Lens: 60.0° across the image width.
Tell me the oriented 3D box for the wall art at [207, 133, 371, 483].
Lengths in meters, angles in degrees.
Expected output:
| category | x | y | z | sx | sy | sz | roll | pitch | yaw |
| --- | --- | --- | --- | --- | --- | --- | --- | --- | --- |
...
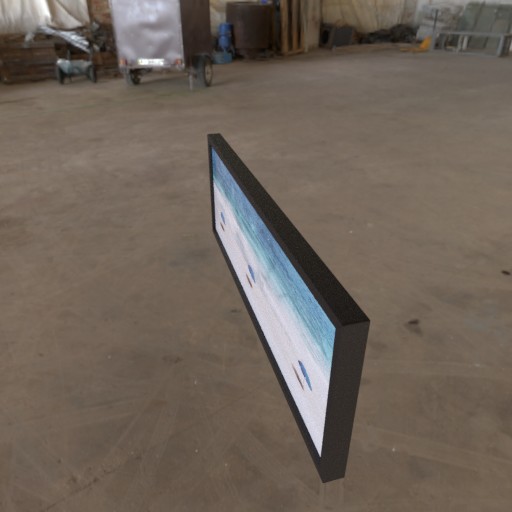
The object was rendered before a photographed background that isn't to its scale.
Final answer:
| category | x | y | z | sx | sy | sz | roll | pitch | yaw |
| --- | --- | --- | --- | --- | --- | --- | --- | --- | --- |
| wall art | 0.000 | 0.000 | 0.952 | 0.037 | 0.303 | 0.860 | -8 | 31 | -14 |
